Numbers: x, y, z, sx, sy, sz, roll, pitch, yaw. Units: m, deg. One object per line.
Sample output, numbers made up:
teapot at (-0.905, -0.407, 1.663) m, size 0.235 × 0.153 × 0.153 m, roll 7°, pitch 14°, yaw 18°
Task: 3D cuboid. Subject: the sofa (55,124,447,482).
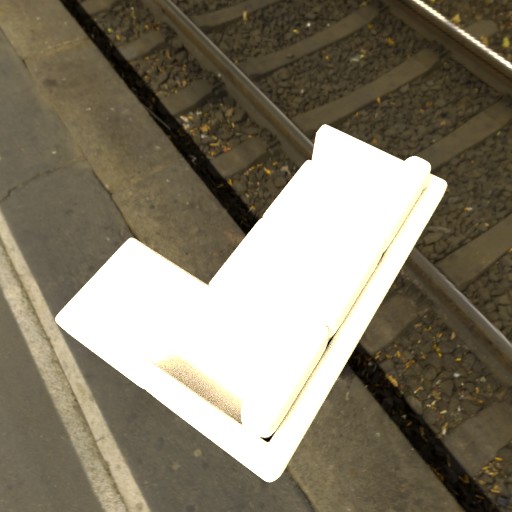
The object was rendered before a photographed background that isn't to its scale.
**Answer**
sofa at (0.000, 0.000, 2.790) m, size 1.580 × 0.899 × 2.029 m, roll 31°, pitch 66°, yaw 15°
